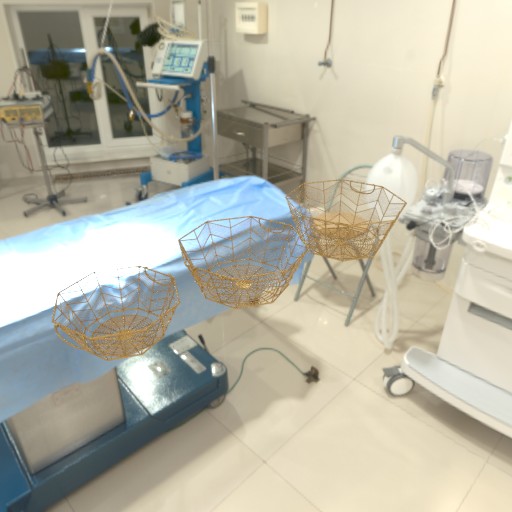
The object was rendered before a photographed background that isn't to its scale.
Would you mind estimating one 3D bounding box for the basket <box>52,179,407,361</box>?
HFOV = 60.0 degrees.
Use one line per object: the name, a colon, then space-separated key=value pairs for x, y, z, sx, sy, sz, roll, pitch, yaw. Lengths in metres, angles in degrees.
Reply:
basket: x=0.000 y=0.000 z=1.415 sx=1.245 sy=0.178 sz=0.432 roll=-21 pitch=36 yaw=-32
